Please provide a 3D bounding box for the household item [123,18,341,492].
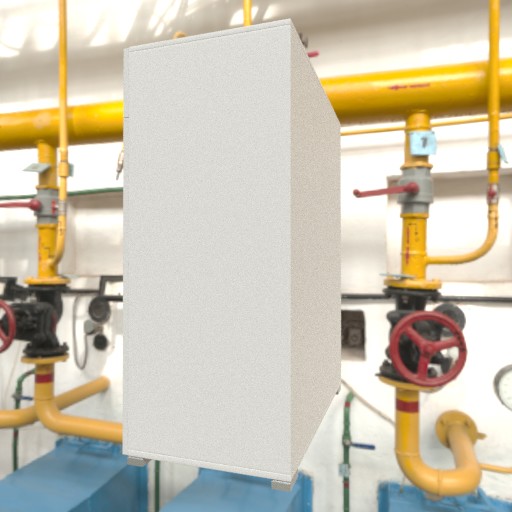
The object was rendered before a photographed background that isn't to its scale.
[{"bbox_3d":[0.000,0.000,1.386,0.420,1.010,0.790,0,0,19],"label":"household item"}]
